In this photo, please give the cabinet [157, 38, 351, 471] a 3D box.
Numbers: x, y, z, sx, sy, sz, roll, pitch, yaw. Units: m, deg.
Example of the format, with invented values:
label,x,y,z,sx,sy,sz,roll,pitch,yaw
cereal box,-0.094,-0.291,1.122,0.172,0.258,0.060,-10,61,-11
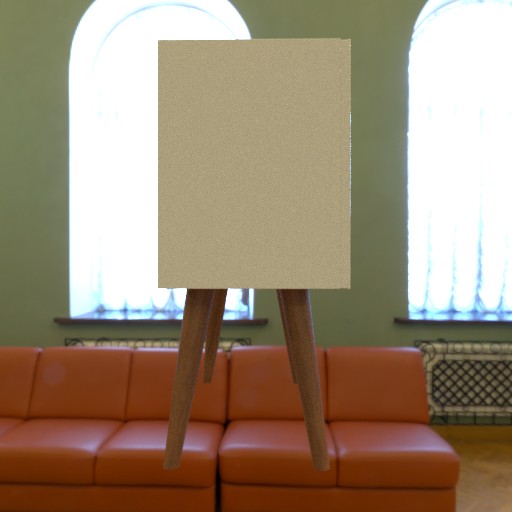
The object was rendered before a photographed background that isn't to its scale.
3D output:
label,x,y,z,sx,sy,sz,roll,pitch,yaw
cabinet,0.000,0.000,1.081,0.344,0.772,0.591,0,0,1
